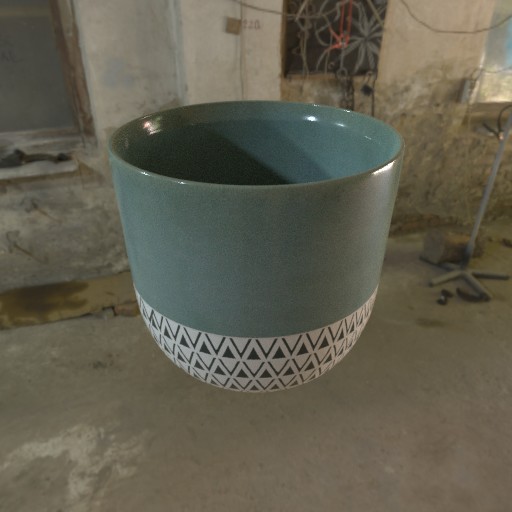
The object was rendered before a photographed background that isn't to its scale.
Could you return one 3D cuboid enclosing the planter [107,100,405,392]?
[{"bbox_3d":[0.000,0.000,0.480,0.266,0.270,0.266,0,31,0],"label":"planter"}]
